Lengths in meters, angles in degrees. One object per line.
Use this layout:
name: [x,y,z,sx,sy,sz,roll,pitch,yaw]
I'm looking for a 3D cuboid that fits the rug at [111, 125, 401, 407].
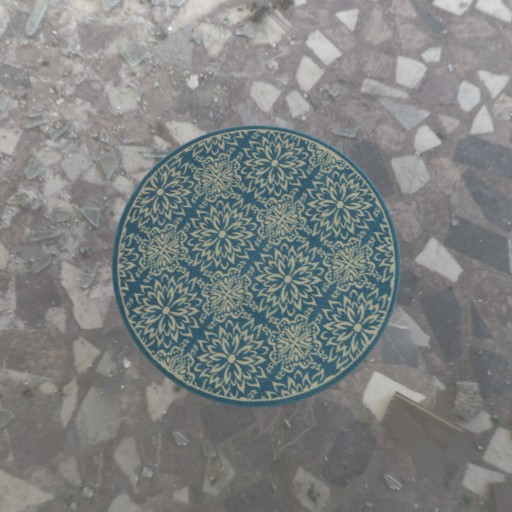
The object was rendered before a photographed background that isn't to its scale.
rug: [0.000,0.000,2.449,1.593,0.012,1.593,0,77,0]
